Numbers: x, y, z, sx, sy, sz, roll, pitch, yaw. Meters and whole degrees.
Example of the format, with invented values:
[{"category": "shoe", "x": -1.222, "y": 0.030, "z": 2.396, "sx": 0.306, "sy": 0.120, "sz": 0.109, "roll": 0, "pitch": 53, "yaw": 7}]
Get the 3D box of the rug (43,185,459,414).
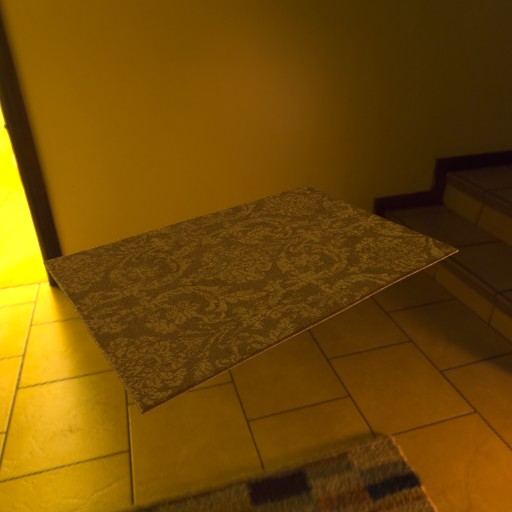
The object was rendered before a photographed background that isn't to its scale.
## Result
[{"category": "rug", "x": 0.000, "y": 0.000, "z": 2.325, "sx": 1.824, "sy": 0.012, "sz": 1.206, "roll": -20, "pitch": 36, "yaw": -31}]
